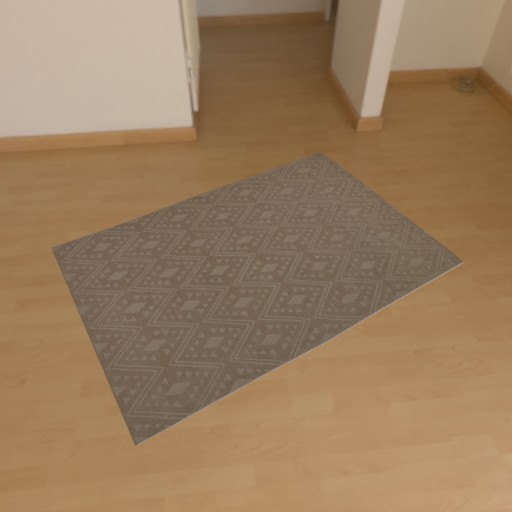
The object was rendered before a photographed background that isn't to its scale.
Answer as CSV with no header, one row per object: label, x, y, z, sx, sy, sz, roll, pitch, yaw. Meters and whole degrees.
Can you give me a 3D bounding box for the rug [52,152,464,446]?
rug,0.000,0.000,2.370,1.829,0.034,1.252,-24,50,-22
